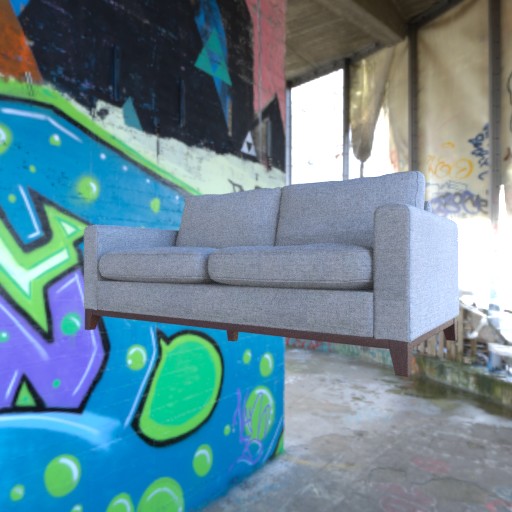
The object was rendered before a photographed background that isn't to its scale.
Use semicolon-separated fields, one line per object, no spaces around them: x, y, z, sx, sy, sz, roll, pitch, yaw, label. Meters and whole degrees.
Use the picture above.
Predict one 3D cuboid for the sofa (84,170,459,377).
0.000;0.000;2.516;1.978;0.892;0.969;0;-1;35;sofa
